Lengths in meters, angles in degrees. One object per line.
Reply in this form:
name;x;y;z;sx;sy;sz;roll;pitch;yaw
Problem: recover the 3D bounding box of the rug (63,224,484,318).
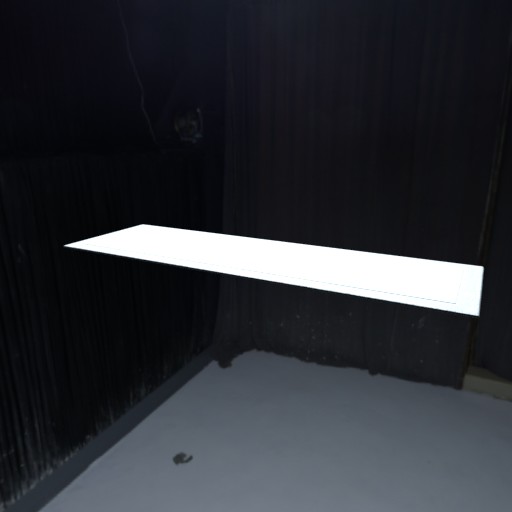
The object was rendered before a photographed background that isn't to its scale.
rug;0.000;0.000;2.653;2.430;0.012;0.759;8;18;26
